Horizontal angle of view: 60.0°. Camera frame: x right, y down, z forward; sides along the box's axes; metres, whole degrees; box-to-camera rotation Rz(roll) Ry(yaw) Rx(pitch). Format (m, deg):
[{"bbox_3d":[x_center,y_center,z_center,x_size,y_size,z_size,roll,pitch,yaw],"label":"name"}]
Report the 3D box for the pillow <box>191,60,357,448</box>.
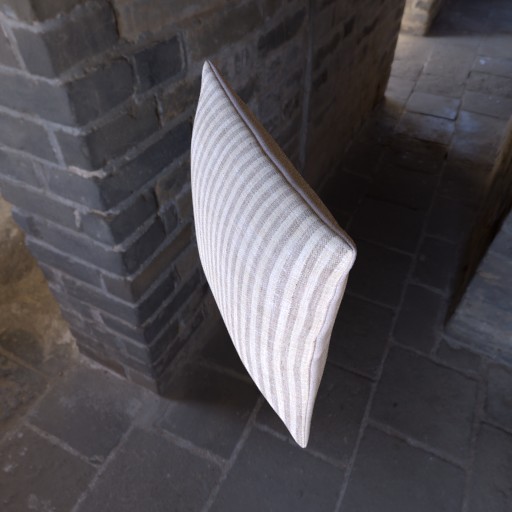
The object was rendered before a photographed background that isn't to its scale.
[{"bbox_3d":[0.000,0.000,0.798,0.166,0.510,0.523,-15,48,-15],"label":"pillow"}]
